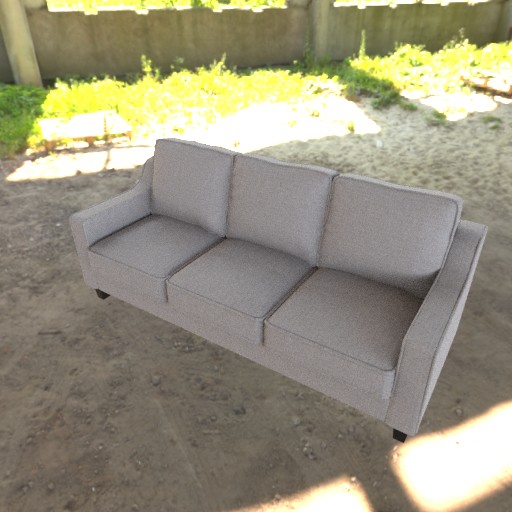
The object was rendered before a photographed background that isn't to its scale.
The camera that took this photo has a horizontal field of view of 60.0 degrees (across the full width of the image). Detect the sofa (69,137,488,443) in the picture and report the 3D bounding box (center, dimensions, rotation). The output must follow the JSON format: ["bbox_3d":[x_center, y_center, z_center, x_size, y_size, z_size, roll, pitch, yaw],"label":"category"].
[{"bbox_3d":[0.000,0.000,2.483,2.129,0.950,0.899,18,35,28],"label":"sofa"}]
